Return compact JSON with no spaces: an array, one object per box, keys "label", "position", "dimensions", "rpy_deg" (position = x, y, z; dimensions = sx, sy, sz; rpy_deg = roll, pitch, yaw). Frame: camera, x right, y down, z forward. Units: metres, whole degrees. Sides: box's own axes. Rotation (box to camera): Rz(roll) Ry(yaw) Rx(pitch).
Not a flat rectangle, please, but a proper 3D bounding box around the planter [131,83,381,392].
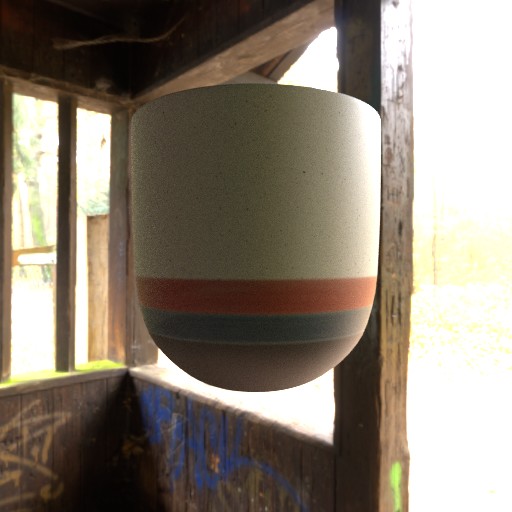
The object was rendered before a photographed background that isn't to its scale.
[{"label":"planter","position":[0.000,0.000,0.376],"dimensions":[0.204,0.214,0.204],"rpy_deg":[0,0,0]}]
